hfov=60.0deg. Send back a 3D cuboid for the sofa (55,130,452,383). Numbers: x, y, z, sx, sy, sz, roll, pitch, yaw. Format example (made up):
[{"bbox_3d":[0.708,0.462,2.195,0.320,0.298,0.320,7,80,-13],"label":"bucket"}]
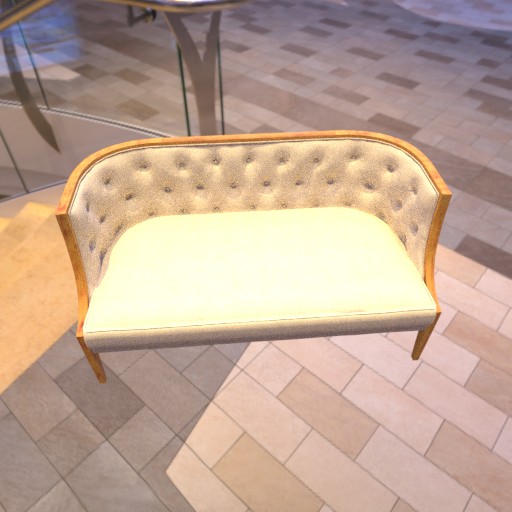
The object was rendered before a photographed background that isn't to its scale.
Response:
[{"bbox_3d":[0.000,0.000,1.965,1.474,0.775,0.770,-3,45,-3],"label":"sofa"}]
